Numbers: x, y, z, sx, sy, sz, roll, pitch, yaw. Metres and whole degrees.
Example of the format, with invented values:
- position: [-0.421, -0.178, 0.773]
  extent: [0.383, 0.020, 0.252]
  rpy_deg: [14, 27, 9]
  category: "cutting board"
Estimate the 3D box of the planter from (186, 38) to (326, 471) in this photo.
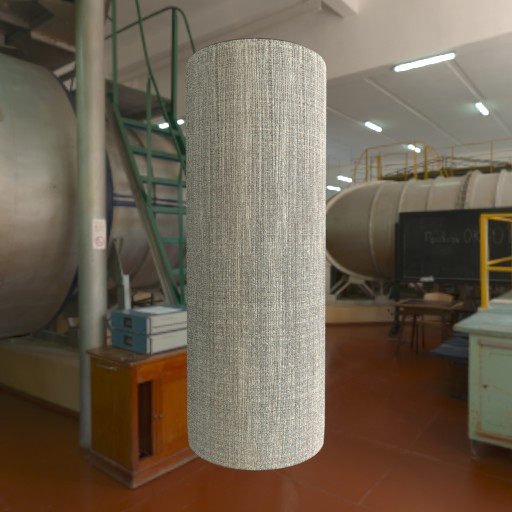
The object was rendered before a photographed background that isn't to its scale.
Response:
- position: [0.000, 0.000, 0.323]
  extent: [0.100, 0.270, 0.100]
  rpy_deg: [-1, 2, -17]
  category: "planter"
